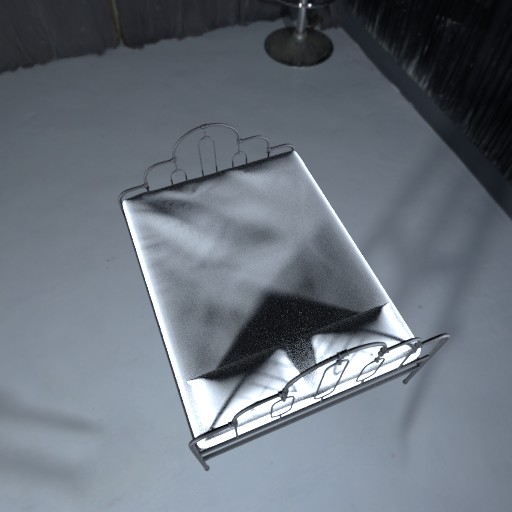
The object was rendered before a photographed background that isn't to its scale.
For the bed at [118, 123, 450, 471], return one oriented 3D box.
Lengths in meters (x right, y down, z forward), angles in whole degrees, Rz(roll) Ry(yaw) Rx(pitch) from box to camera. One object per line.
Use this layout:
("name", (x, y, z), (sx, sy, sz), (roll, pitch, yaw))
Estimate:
("bed", (0.000, 0.000, 3.157), (1.640, 1.429, 2.163), (-19, 59, -12))
